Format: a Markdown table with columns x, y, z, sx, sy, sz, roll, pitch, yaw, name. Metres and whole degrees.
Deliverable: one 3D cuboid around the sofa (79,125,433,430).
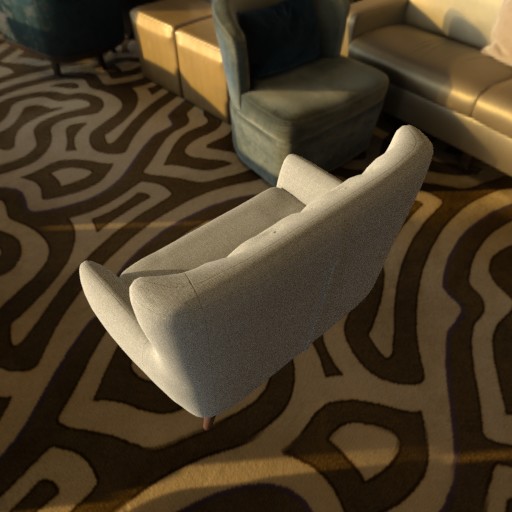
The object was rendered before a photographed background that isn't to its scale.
| x | y | z | sx | sy | sz | roll | pitch | yaw | name |
| --- | --- | --- | --- | --- | --- | --- | --- | --- | --- |
| 0.000 | 0.000 | 2.021 | 1.386 | 1.028 | 0.884 | -32 | 54 | -27 | sofa |
